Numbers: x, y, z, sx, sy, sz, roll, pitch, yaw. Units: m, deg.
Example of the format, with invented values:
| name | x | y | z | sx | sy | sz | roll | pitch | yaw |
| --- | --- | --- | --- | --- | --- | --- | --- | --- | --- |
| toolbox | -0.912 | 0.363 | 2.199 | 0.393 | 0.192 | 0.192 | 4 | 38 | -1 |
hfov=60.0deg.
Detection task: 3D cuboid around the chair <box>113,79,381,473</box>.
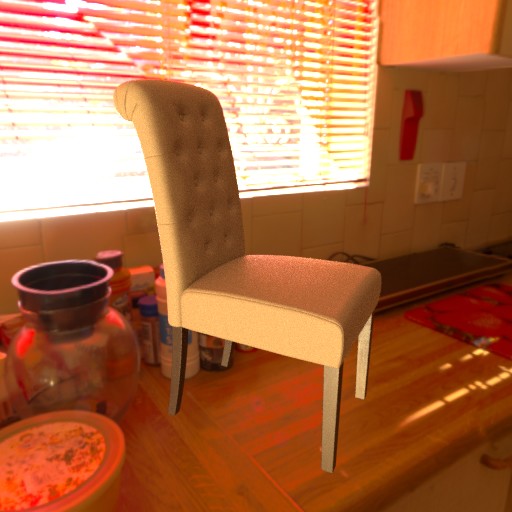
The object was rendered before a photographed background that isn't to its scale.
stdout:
| name | x | y | z | sx | sy | sz | roll | pitch | yaw |
| --- | --- | --- | --- | --- | --- | --- | --- | --- | --- |
| chair | 0.000 | 0.000 | 1.334 | 0.671 | 1.006 | 0.456 | 8 | 18 | 25 |
